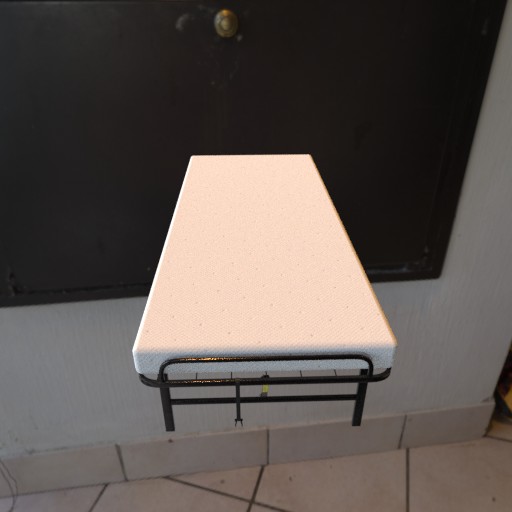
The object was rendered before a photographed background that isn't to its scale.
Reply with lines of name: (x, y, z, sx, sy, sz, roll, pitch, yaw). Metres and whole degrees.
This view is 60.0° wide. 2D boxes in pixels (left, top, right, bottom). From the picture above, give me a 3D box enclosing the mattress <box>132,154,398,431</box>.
mattress: (0.000, 0.000, 2.478, 0.922, 0.519, 2.153, -1, 30, -2)
